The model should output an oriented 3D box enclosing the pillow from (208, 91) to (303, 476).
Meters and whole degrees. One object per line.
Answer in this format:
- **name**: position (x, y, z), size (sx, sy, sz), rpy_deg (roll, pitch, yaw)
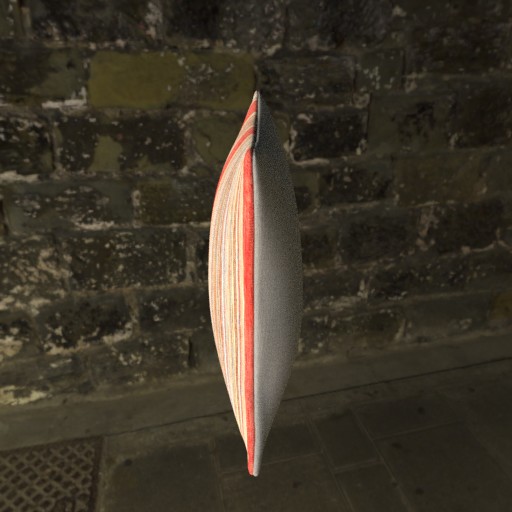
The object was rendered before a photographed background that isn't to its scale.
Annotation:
- **pillow**: position (0.000, 0.000, 0.661), size (0.136, 0.419, 0.437), rpy_deg (0, 27, 1)
